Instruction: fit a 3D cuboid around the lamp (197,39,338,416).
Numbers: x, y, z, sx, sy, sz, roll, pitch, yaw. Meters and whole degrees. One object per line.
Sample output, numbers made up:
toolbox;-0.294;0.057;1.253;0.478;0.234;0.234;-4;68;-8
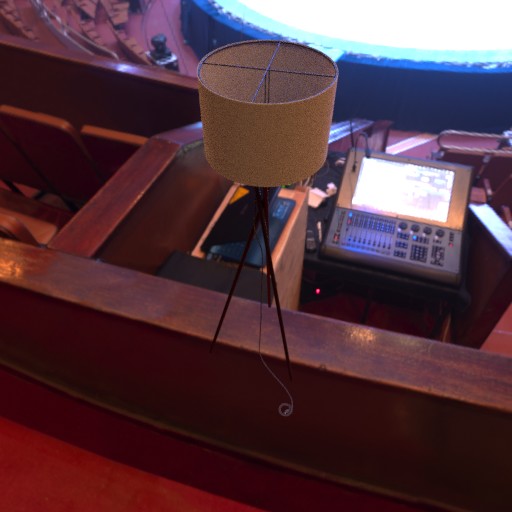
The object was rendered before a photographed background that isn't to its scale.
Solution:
lamp;0.000;0.000;1.929;0.522;1.624;0.667;10;48;9
